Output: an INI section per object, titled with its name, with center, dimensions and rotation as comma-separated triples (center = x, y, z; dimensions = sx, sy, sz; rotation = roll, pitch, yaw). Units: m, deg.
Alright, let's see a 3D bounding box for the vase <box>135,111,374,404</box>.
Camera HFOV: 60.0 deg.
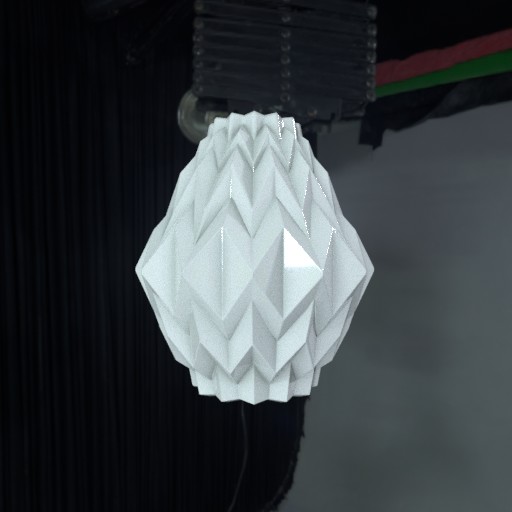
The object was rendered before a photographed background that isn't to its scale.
[vase]
center = 0.000, 0.000, 0.313
dimensions = 0.164, 0.185, 0.164
rotation = 0, 0, 0
